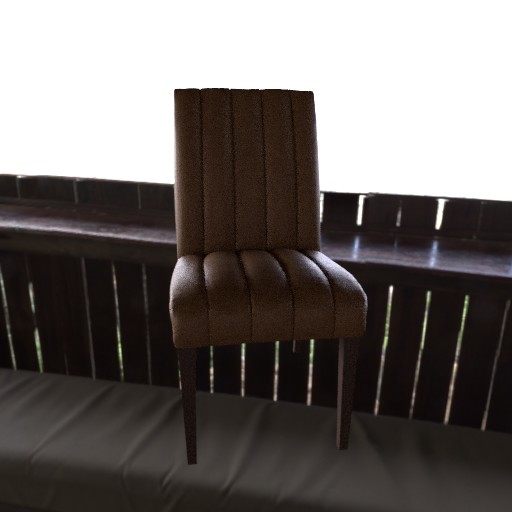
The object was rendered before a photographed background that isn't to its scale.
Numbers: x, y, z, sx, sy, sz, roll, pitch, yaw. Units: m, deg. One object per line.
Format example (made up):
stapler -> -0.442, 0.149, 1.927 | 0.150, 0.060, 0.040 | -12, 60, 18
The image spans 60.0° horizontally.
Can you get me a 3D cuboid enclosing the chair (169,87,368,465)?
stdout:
chair -> 0.000, 0.000, 1.370 | 0.511, 1.016, 0.647 | -2, 17, -7
